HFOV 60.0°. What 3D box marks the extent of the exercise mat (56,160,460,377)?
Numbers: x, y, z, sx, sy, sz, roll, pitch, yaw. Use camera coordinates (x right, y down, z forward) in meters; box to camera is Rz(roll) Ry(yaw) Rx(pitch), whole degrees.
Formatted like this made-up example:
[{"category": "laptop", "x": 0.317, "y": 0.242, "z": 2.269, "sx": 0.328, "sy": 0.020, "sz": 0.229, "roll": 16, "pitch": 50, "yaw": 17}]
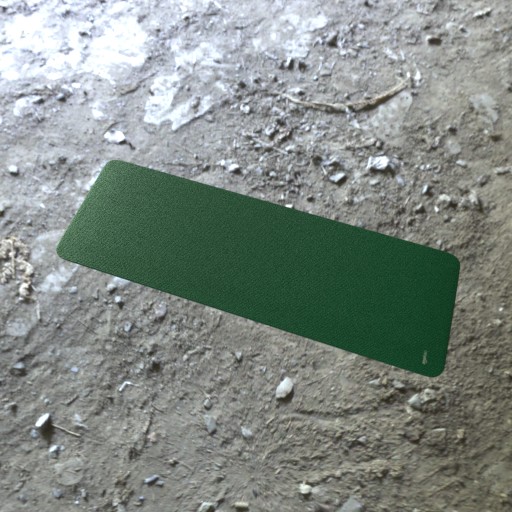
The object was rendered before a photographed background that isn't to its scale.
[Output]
[{"category": "exercise mat", "x": 0.000, "y": 0.000, "z": 2.123, "sx": 1.869, "sy": 0.021, "sz": 0.616, "roll": 17, "pitch": 65, "yaw": 8}]
